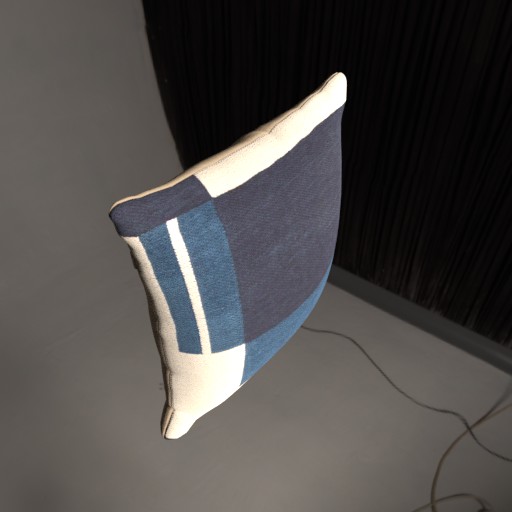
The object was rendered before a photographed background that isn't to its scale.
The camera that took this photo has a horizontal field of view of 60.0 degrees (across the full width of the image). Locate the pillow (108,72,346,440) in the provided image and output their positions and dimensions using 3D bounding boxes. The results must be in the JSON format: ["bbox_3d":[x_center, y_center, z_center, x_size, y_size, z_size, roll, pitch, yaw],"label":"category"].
[{"bbox_3d":[0.000,0.000,0.786,0.229,0.506,0.536,27,48,27],"label":"pillow"}]
